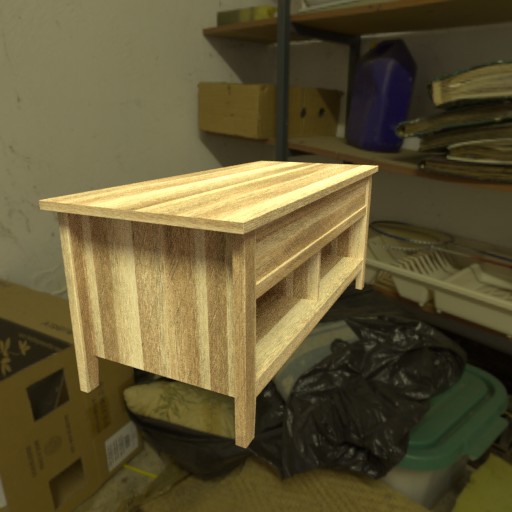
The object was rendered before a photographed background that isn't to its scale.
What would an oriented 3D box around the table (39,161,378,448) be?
[{"bbox_3d":[0.000,0.000,1.379,0.493,0.480,1.095,8,19,25],"label":"table"}]
